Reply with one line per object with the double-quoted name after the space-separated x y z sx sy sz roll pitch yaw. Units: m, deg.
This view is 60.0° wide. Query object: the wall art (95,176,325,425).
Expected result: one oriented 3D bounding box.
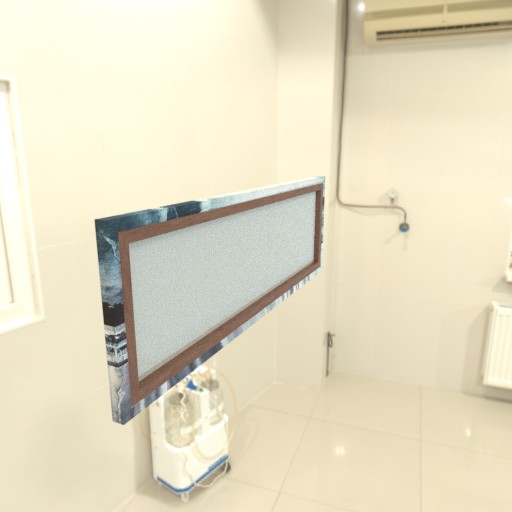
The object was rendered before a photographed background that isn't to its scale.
0.000 0.000 1.693 0.037 0.509 1.524 7 16 26 "wall art"
